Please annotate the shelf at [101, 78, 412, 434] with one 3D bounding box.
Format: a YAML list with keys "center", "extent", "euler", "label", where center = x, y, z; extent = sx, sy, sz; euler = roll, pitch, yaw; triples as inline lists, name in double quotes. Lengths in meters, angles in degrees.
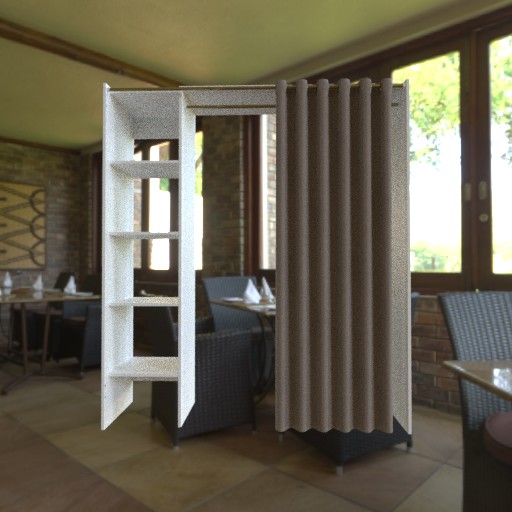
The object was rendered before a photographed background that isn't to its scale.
- center: [0.000, 0.000, 2.522]
  extent: [1.600, 1.820, 0.500]
  euler: [0, -1, 2]
  label: "shelf"
